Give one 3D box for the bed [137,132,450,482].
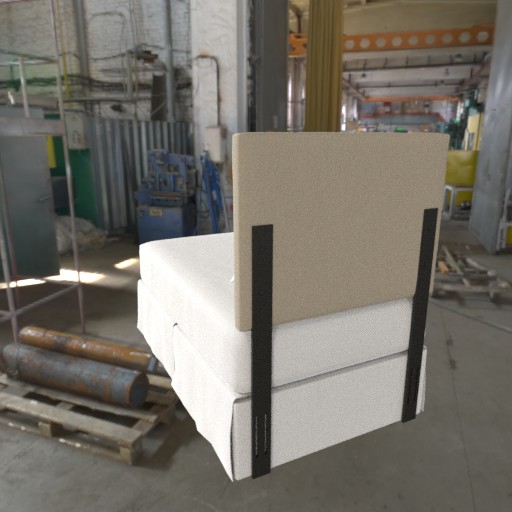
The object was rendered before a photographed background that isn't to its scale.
[{"bbox_3d":[0.000,0.000,2.947,1.261,1.571,1.997,-7,17,-26],"label":"bed"}]
